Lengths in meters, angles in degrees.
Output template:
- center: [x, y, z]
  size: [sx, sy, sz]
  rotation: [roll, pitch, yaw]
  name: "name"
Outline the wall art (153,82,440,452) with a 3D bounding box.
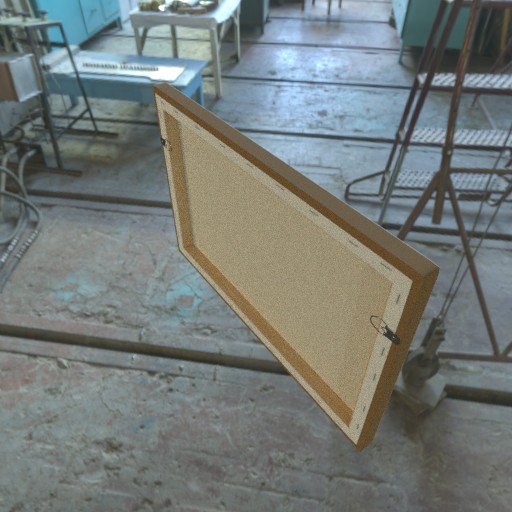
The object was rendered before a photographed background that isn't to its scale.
- center: [0.000, 0.000, 0.480]
  size: [0.019, 0.254, 0.380]
  rotation: [-26, 49, -26]
  name: "wall art"
